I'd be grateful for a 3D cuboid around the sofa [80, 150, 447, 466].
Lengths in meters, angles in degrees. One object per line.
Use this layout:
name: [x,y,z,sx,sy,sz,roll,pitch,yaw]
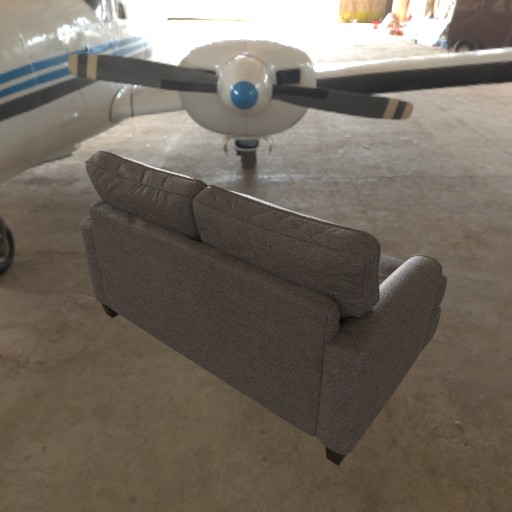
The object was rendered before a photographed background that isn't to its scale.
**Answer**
sofa: [0.000,0.000,2.218,1.651,0.965,0.965,22,37,33]
